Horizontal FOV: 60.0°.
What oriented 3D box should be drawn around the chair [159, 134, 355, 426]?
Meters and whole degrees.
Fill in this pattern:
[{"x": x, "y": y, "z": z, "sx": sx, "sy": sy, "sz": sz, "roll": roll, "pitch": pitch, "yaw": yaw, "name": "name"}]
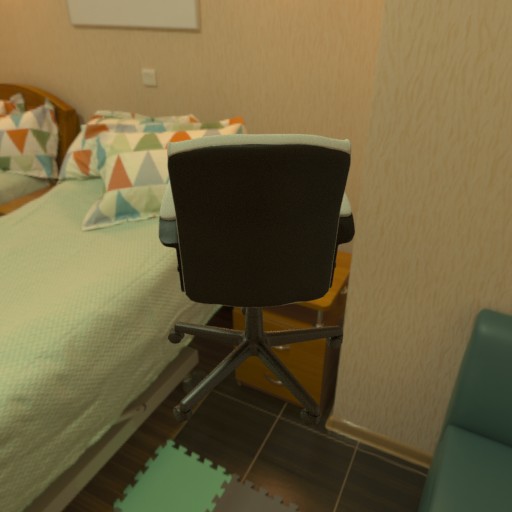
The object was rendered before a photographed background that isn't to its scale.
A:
[{"x": 0.000, "y": 0.000, "z": 1.540, "sx": 0.739, "sy": 1.004, "sz": 0.717, "roll": -1, "pitch": 30, "yaw": -2, "name": "chair"}]
